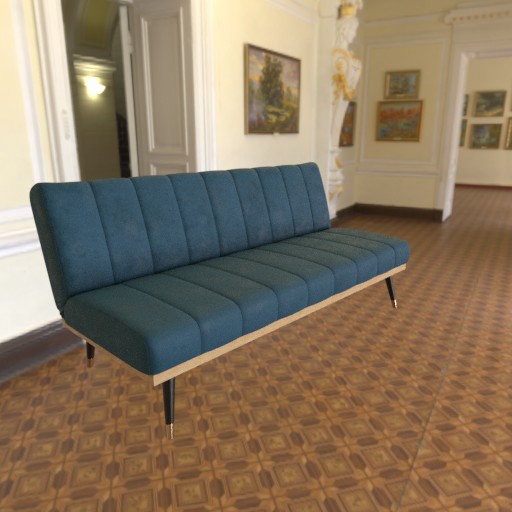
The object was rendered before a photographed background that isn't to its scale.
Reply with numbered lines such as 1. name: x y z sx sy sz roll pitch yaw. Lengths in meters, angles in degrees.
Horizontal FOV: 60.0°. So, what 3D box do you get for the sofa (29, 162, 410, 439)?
1. sofa: 0.000 0.000 2.240 0.830 0.825 1.810 14 21 42
